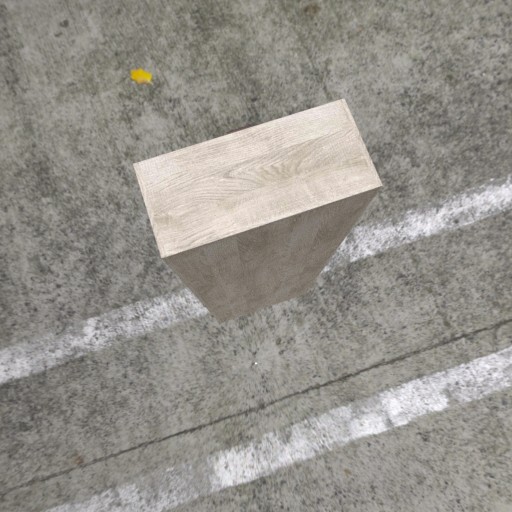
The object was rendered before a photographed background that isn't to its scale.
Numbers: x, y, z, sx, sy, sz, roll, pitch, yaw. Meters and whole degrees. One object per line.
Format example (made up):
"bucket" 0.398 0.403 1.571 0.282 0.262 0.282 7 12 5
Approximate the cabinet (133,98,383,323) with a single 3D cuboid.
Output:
"cabinet" 0.000 0.000 1.801 0.520 1.630 0.250 -18 77 -4
